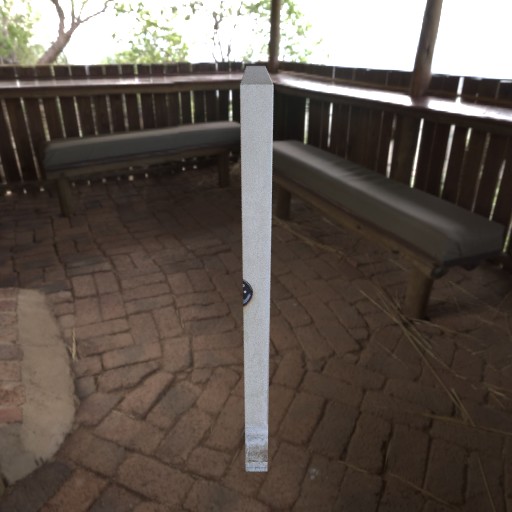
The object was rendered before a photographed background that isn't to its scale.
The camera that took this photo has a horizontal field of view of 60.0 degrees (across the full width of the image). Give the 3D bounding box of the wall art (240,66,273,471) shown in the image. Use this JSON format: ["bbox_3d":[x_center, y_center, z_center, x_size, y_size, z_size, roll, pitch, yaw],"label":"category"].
[{"bbox_3d":[0.000,0.000,0.793,0.036,0.607,0.403,0,26,0],"label":"wall art"}]
